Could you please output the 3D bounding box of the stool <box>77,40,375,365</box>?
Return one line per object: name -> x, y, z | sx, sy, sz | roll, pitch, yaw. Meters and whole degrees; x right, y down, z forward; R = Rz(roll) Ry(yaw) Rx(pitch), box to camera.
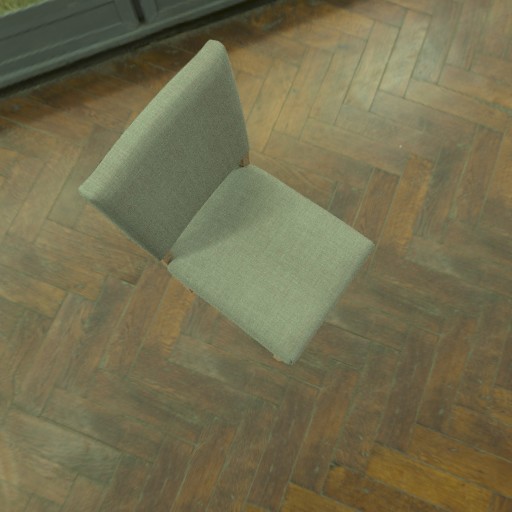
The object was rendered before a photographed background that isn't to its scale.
stool -> 0.000, 0.000, 1.447 | 0.585, 1.203, 0.445 | 36, 79, 8
